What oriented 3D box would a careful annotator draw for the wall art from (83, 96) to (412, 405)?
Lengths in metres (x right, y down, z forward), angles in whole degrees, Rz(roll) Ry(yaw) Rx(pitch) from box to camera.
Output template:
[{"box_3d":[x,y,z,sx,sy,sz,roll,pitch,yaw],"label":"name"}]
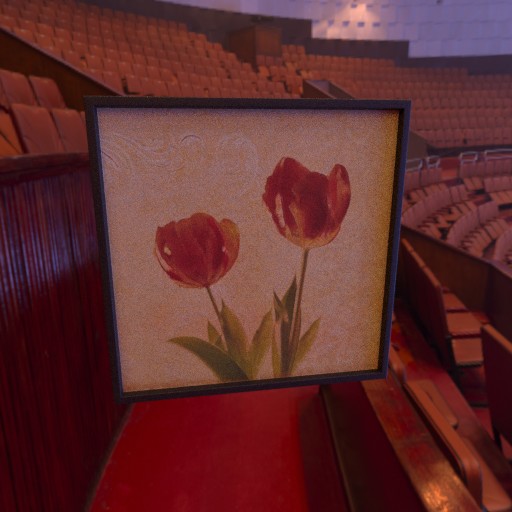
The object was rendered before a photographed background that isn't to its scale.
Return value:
[{"box_3d":[0.000,0.000,1.201,0.805,0.807,0.043,-3,16,-9],"label":"wall art"}]
